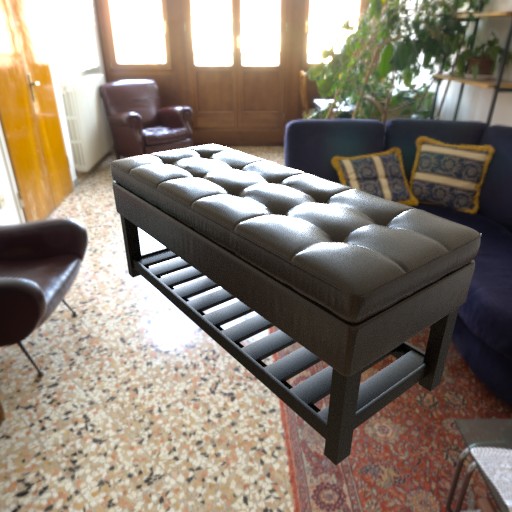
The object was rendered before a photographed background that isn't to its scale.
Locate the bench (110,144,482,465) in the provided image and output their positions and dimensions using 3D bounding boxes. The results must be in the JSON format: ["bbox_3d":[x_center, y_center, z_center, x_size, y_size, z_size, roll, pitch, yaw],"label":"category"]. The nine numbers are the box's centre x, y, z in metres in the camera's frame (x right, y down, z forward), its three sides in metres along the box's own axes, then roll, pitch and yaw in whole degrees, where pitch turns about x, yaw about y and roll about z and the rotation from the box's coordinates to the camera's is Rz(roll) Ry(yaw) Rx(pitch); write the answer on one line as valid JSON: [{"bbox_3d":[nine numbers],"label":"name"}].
[{"bbox_3d":[0.000,0.000,1.339,0.432,0.460,1.105,-20,33,-33],"label":"bench"}]
